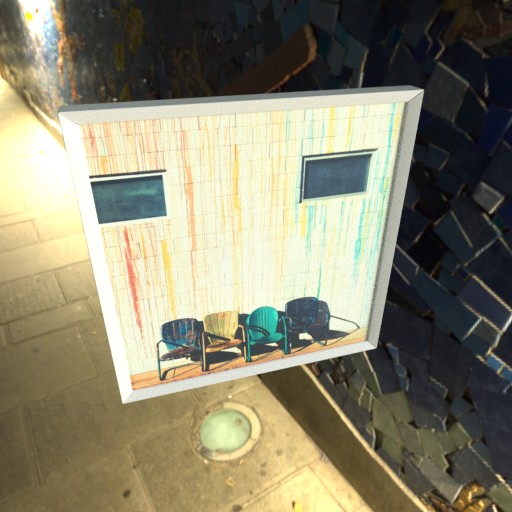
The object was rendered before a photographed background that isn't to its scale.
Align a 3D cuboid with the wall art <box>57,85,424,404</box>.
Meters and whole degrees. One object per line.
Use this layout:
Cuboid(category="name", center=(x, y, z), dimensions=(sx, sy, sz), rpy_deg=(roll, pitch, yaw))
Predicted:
Cuboid(category="wall art", center=(0.000, 0.000, 0.738), dimensions=(0.508, 0.508, 0.037), rpy_deg=(-9, 32, -14))
